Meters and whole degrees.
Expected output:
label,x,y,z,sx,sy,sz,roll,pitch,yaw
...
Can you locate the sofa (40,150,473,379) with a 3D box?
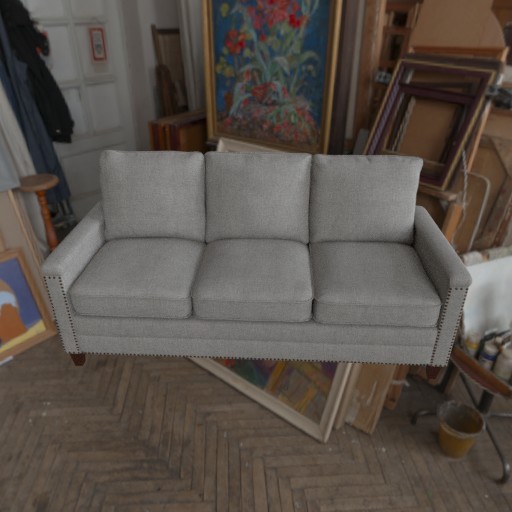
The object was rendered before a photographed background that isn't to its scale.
label,x,y,z,sx,sy,sz,roll,pitch,yaw
sofa,0.000,0.000,2.358,1.925,0.959,0.828,1,30,3
